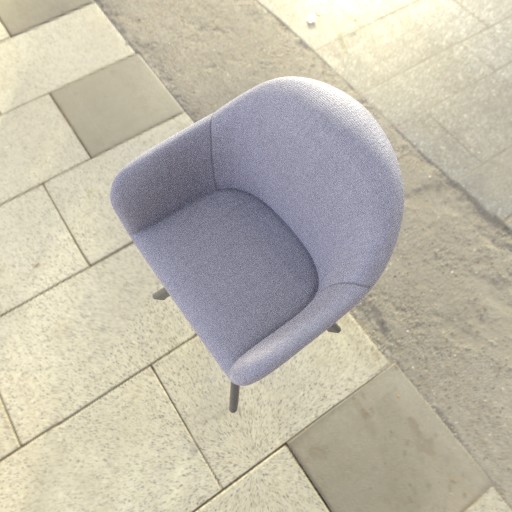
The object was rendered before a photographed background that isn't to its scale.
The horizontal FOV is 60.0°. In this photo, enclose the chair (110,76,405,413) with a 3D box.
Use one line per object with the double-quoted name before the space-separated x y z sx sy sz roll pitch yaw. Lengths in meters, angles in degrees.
"chair" 0.000 0.000 1.184 0.550 0.795 0.590 -34 69 -15
